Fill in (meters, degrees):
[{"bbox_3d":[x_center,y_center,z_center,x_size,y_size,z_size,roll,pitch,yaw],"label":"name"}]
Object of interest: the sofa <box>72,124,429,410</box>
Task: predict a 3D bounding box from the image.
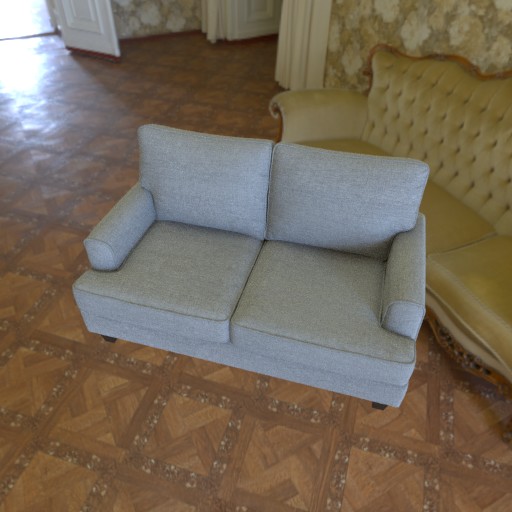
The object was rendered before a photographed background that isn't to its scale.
[{"bbox_3d":[0.000,0.000,2.288,1.651,0.965,0.965,11,42,12],"label":"sofa"}]
